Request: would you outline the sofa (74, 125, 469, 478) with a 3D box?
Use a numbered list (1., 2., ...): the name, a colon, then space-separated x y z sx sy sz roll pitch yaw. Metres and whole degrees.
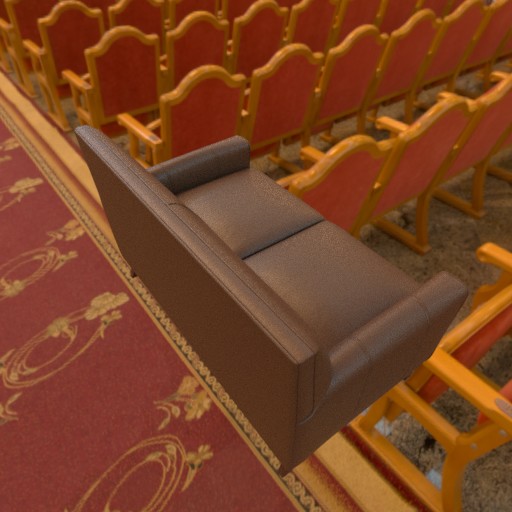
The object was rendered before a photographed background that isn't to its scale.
1. sofa: 0.000 0.000 1.912 0.853 0.859 1.468 -26 48 -26
